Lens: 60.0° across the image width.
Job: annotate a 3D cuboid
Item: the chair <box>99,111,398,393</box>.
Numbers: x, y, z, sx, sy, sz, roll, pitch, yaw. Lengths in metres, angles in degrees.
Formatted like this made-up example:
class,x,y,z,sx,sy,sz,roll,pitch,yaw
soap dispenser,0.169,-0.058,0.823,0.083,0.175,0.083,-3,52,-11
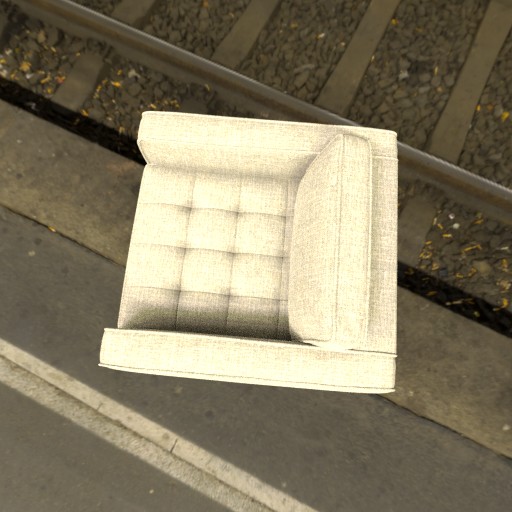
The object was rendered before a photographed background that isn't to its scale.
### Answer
class,x,y,z,sx,sy,sz,roll,pitch,yaw
chair,0.000,0.000,1.612,0.914,0.765,0.889,5,75,1
